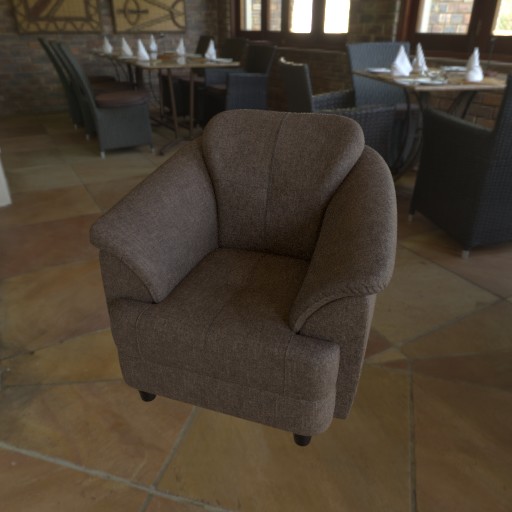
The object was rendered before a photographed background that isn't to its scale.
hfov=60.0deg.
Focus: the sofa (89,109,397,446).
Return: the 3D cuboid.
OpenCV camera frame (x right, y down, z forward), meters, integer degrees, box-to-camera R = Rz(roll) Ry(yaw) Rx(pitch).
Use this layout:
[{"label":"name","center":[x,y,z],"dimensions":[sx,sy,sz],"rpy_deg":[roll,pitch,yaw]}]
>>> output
[{"label":"sofa","center":[0.000,0.000,1.466],"dimensions":[0.870,0.811,0.794],"rpy_deg":[9,29,17]}]
